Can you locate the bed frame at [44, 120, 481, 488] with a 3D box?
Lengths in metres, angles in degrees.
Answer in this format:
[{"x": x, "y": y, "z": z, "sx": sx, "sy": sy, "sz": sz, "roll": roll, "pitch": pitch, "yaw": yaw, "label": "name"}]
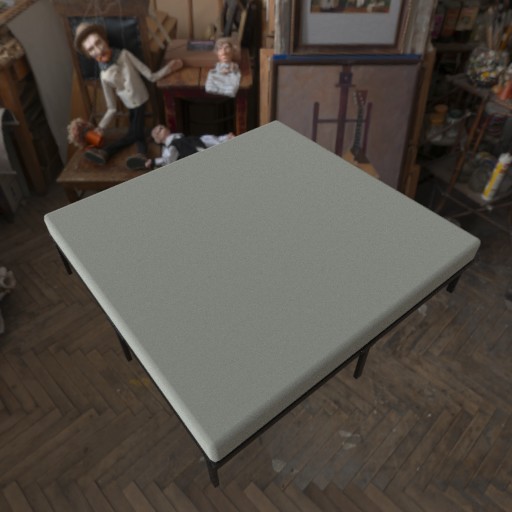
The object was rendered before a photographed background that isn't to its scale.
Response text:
[{"x": 0.000, "y": 0.000, "z": 3.851, "sx": 2.635, "sy": 0.680, "sz": 2.526, "roll": -30, "pitch": 52, "yaw": -26, "label": "bed frame"}]
